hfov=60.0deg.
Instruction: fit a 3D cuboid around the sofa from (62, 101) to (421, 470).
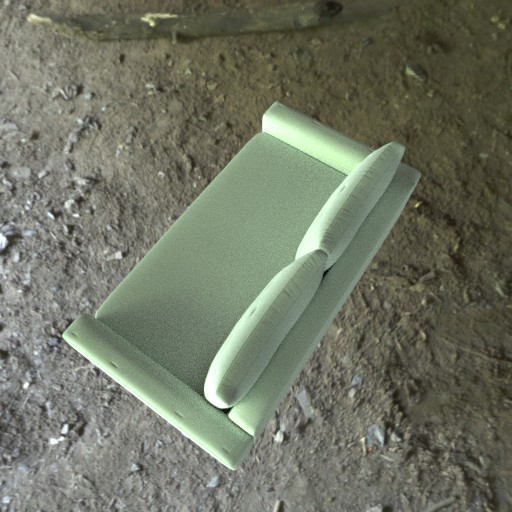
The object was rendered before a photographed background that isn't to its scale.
[{"bbox_3d":[0.000,0.000,2.145,0.920,0.790,1.650,31,67,15],"label":"sofa"}]
